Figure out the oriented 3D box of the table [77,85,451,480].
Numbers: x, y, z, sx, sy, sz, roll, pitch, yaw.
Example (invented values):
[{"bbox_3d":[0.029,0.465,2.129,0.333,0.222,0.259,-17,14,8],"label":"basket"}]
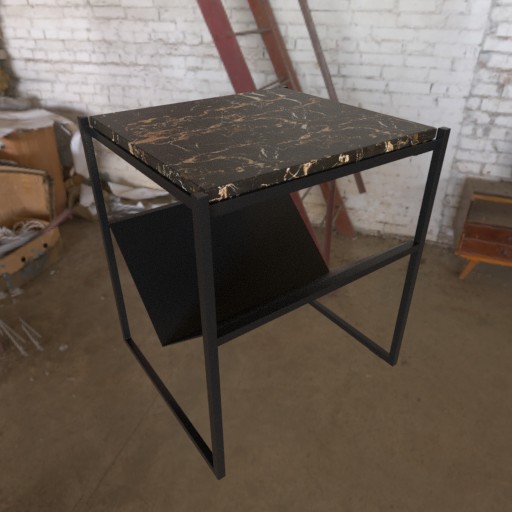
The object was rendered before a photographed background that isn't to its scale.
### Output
[{"bbox_3d":[0.000,0.000,0.889,0.469,0.534,0.432,-21,37,-30],"label":"table"}]
